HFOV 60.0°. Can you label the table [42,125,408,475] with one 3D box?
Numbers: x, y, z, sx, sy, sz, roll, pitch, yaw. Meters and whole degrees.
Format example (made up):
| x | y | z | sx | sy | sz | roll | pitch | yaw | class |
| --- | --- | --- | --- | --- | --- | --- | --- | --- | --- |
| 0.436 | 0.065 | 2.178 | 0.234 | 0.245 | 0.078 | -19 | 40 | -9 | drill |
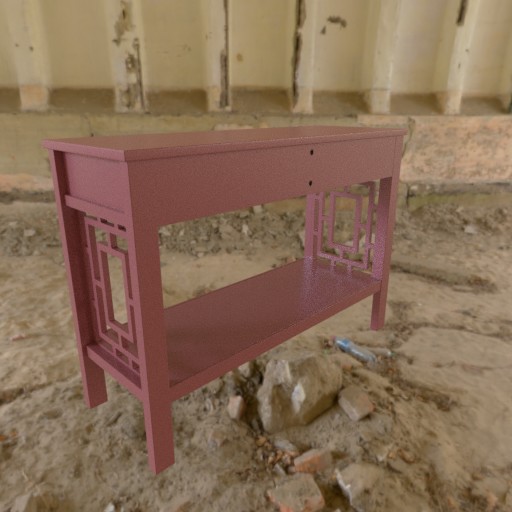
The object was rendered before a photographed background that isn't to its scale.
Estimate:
| x | y | z | sx | sy | sz | roll | pitch | yaw | class |
| --- | --- | --- | --- | --- | --- | --- | --- | --- | --- |
| 0.000 | 0.000 | 1.407 | 0.397 | 0.753 | 1.068 | 18 | 26 | 42 | table |
